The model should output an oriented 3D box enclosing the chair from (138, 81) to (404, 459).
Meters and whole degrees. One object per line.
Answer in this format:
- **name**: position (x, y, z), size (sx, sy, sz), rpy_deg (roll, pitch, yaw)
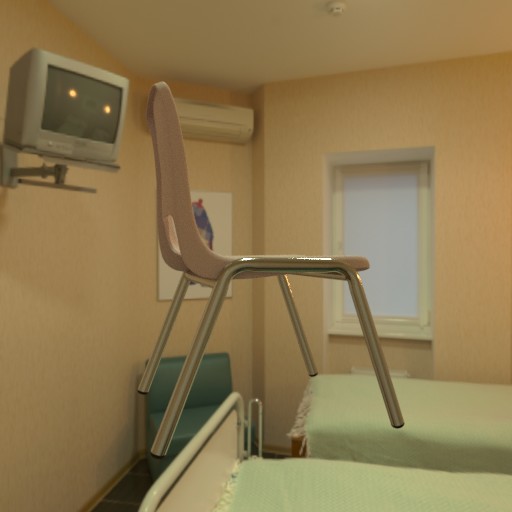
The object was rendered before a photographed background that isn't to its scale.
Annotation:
- **chair**: position (0.000, 0.000, 0.852), size (0.423, 0.586, 0.354), rpy_deg (0, 0, -18)
